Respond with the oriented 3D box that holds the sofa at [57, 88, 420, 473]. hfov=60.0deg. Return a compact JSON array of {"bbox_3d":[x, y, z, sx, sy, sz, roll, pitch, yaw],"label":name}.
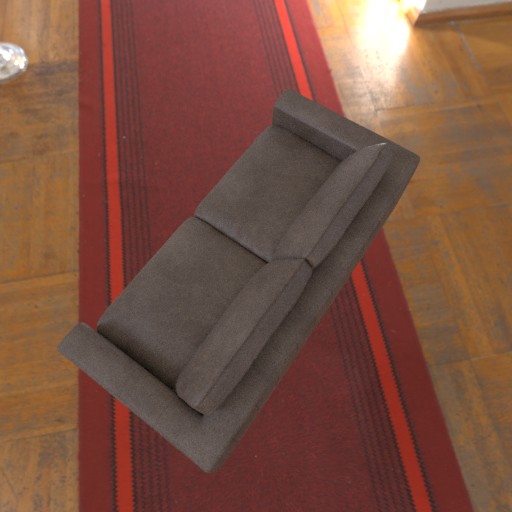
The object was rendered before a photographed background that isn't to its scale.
[{"bbox_3d":[0.000,0.000,2.757,1.070,0.801,2.262,33,70,14],"label":"sofa"}]
